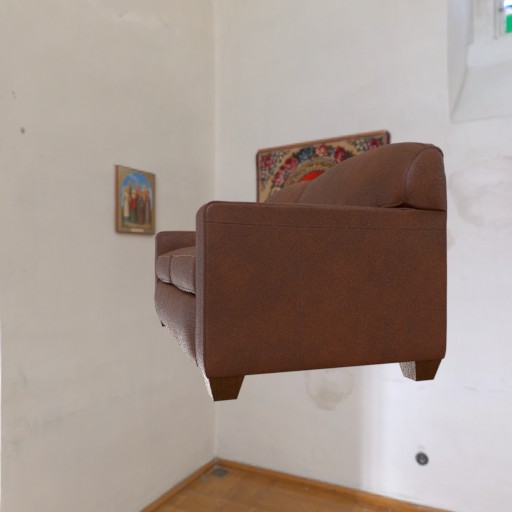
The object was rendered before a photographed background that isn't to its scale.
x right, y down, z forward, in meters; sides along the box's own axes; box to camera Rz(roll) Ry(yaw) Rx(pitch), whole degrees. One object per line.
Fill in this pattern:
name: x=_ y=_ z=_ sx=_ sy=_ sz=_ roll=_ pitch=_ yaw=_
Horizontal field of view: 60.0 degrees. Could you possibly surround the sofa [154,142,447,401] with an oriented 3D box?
sofa: x=0.000 y=0.000 z=2.420 sx=1.000 sy=0.966 sz=1.856 roll=0 pitch=0 yaw=-18
